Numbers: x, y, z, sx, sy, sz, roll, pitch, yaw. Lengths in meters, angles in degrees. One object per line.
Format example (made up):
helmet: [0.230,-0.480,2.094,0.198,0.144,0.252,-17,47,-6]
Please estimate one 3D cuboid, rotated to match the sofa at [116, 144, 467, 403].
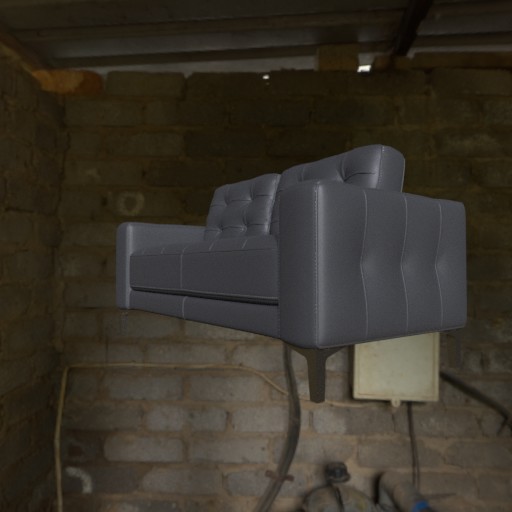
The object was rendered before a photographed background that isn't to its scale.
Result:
sofa: [0.000,0.000,2.171,0.833,0.893,1.726,1,-2,-36]
